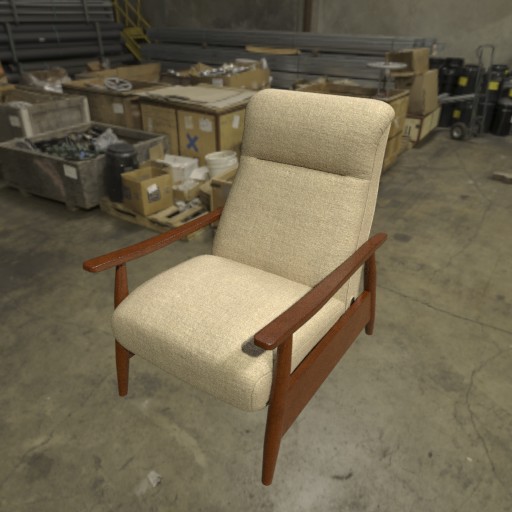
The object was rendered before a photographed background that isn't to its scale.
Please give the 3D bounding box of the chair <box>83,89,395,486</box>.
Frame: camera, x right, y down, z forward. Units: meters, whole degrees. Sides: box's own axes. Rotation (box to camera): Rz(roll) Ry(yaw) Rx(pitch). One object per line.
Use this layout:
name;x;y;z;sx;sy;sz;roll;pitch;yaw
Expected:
chair;0.000;0.000;1.730;0.762;1.082;1.014;18;34;29
